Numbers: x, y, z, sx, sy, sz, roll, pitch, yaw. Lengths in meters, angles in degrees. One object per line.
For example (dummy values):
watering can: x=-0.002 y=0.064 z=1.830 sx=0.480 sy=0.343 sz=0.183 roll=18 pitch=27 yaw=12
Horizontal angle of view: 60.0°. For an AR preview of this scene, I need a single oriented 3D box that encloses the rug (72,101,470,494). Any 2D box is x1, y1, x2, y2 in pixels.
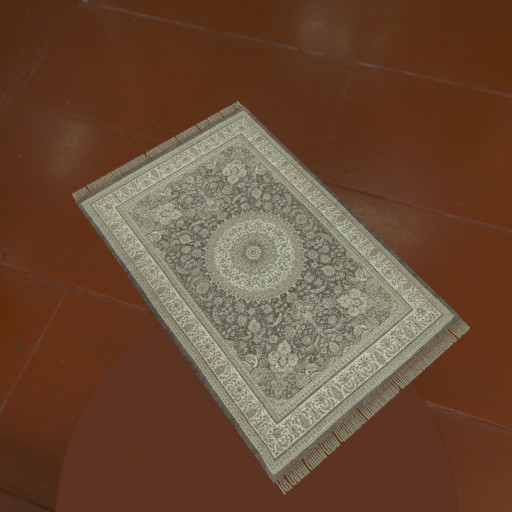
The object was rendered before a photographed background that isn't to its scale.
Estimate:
rug: x=0.000 y=0.000 z=4.205 sx=2.143 sy=0.015 sz=3.422 roll=-35 pitch=68 yaw=-16
